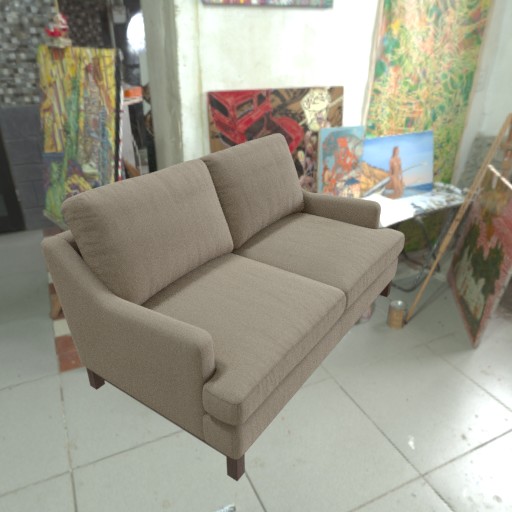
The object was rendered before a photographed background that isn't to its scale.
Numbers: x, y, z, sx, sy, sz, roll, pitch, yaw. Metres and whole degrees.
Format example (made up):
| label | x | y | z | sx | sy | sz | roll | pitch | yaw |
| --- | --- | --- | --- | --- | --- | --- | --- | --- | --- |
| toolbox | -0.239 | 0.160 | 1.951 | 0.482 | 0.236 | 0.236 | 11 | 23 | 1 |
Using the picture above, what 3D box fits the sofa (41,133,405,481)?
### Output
| label | x | y | z | sx | sy | sz | roll | pitch | yaw |
| --- | --- | --- | --- | --- | --- | --- | --- | --- | --- |
| sofa | 0.000 | 0.000 | 2.195 | 1.004 | 0.910 | 1.619 | 18 | 32 | 31 |
